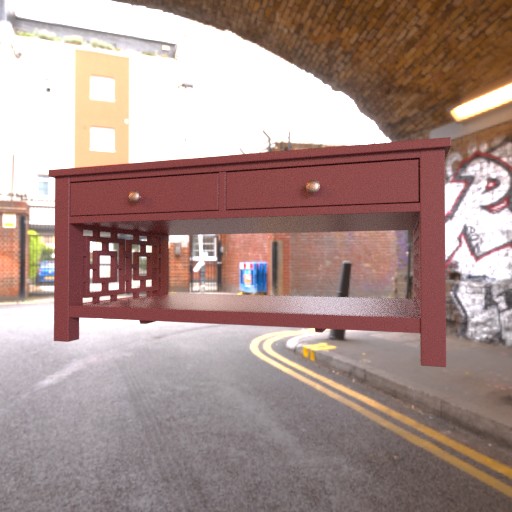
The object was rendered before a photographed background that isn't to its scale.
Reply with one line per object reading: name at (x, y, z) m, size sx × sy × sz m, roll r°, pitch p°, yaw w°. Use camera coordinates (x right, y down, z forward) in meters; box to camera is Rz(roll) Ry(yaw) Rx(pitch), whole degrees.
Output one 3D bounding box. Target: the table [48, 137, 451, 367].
table at (0.000, 0.000, 1.386) m, size 1.068 × 0.493 × 0.612 m, roll 0°, pitch -1°, yaw 18°
